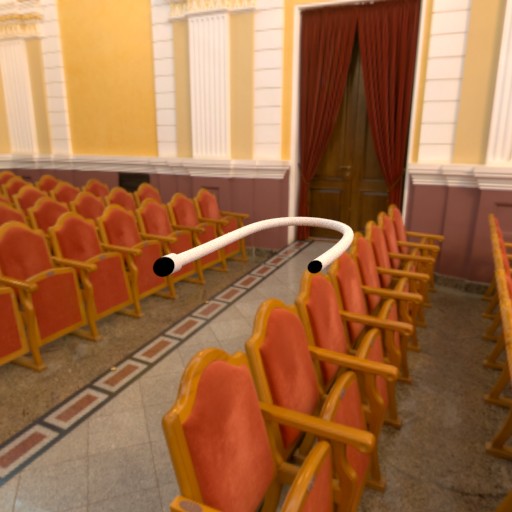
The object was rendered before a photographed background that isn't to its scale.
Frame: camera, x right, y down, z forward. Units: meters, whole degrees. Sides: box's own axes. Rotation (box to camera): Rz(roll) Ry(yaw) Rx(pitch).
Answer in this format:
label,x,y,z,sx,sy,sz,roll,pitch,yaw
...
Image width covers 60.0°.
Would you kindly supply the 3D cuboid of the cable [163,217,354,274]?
label,x,y,z,sx,sy,sz,roll,pitch,yaw
cable,0.000,0.000,0.109,0.040,0.006,0.098,7,17,25
